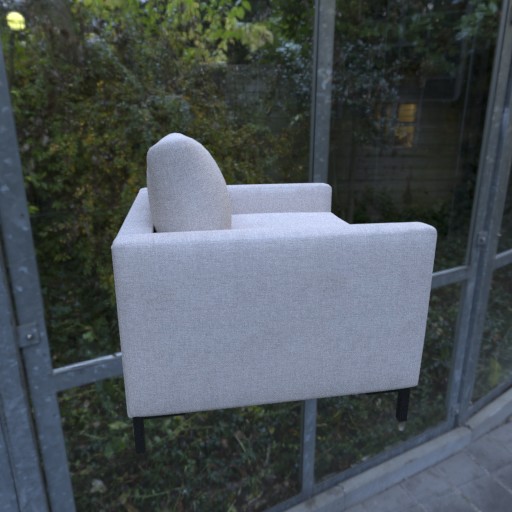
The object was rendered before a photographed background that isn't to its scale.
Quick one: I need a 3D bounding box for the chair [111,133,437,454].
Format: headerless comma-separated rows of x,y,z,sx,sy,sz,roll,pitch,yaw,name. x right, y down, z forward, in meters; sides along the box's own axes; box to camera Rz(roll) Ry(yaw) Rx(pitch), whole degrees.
0.000,0.000,1.606,0.866,0.861,0.963,-3,17,-10,chair
